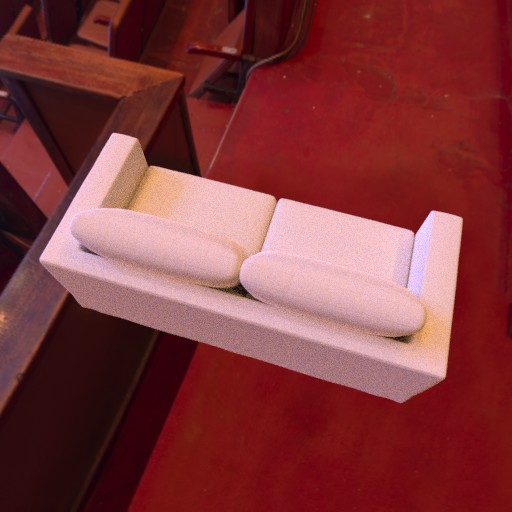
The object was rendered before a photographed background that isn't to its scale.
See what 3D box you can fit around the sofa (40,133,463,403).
[{"bbox_3d":[0.000,0.000,2.591,2.163,0.881,0.954,15,64,7],"label":"sofa"}]
